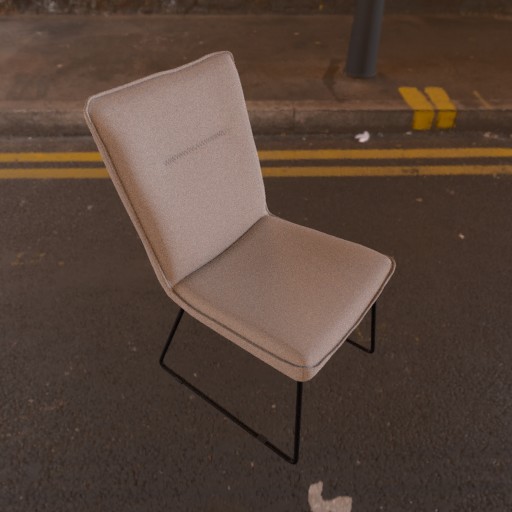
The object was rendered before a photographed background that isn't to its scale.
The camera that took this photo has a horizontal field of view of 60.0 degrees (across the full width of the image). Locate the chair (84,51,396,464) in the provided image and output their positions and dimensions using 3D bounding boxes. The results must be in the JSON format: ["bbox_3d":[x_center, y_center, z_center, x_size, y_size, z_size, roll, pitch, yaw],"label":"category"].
[{"bbox_3d":[0.000,0.000,1.298,0.688,0.930,0.515,27,47,27],"label":"chair"}]
